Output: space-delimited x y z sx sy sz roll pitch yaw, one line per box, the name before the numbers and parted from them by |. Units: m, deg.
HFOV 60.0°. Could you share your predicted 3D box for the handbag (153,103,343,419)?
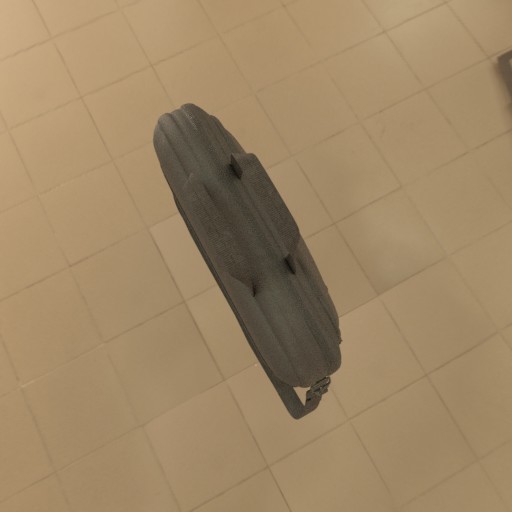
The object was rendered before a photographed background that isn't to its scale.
handbag | 0.000 0.000 0.422 0.089 0.244 0.320 -28 78 -7
